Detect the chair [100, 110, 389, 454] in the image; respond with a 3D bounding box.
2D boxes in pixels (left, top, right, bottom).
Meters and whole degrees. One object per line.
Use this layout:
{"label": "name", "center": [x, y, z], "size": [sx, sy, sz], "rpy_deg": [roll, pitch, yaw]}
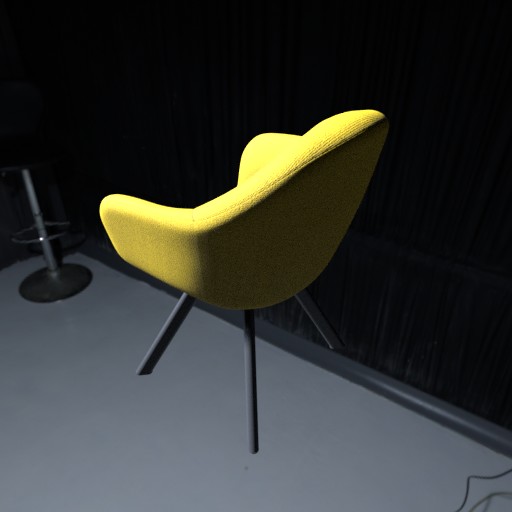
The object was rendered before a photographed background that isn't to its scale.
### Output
{"label": "chair", "center": [0.000, 0.000, 1.158], "size": [0.550, 0.795, 0.590], "rpy_deg": [22, 38, 31]}
